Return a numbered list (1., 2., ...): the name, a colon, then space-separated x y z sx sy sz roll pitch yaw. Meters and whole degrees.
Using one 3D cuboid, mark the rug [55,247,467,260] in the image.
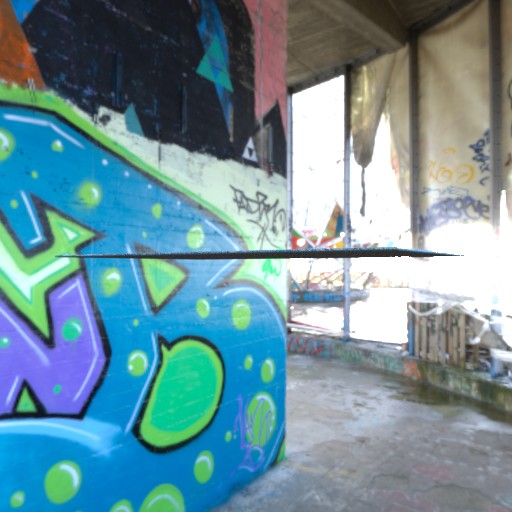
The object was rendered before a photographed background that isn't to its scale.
1. rug: 0.000 0.000 3.085 2.438 0.015 1.524 -1 -2 35
